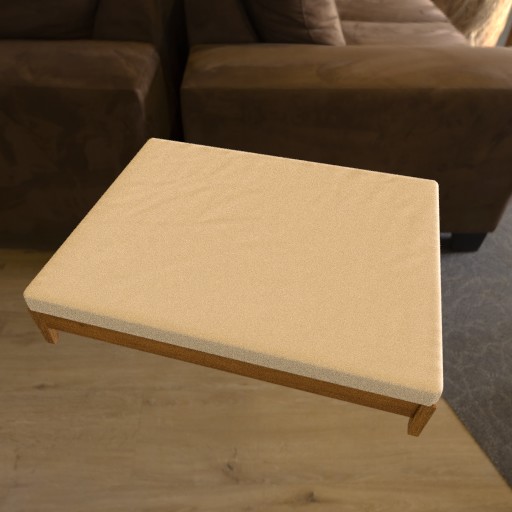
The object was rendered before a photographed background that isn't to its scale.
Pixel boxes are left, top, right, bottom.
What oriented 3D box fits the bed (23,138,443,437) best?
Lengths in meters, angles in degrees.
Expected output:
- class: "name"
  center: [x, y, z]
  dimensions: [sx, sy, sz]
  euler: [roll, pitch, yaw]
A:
- class: "bed"
  center: [0.000, 0.000, 2.655]
  dimensions: [2.016, 0.431, 1.536]
  euler: [11, 47, 11]
